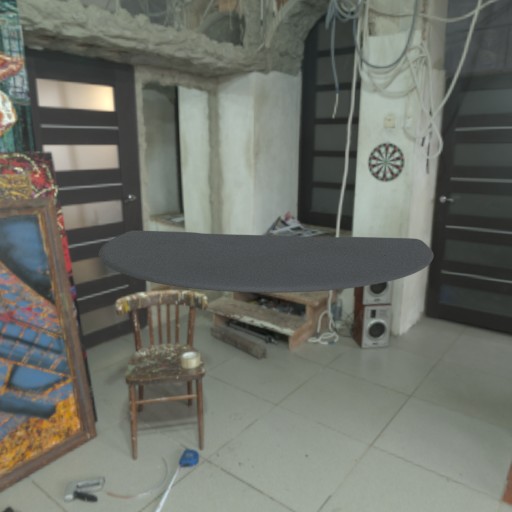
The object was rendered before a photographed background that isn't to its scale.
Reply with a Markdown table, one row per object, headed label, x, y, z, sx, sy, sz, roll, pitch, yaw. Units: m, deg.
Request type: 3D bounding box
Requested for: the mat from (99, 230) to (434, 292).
| label | x | y | z | sx | sy | sz | roll | pitch | yaw |
| --- | --- | --- | --- | --- | --- | --- | --- | --- | --- |
| mat | 0.000 | 0.000 | 1.864 | 1.525 | 0.016 | 0.917 | 2 | 14 | 8 |
